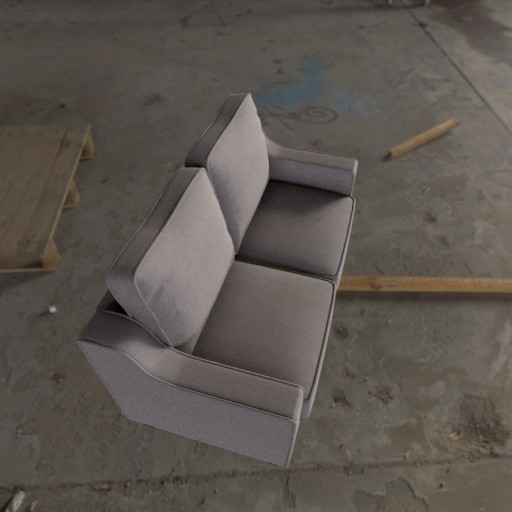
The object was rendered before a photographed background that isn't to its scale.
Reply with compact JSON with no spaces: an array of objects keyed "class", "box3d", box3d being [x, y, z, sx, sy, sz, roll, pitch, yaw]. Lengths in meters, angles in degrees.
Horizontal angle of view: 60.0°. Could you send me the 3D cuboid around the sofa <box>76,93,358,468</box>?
[{"class":"sofa","box3d":[0.000,0.000,2.036,0.791,0.948,1.500,12,48,11]}]
